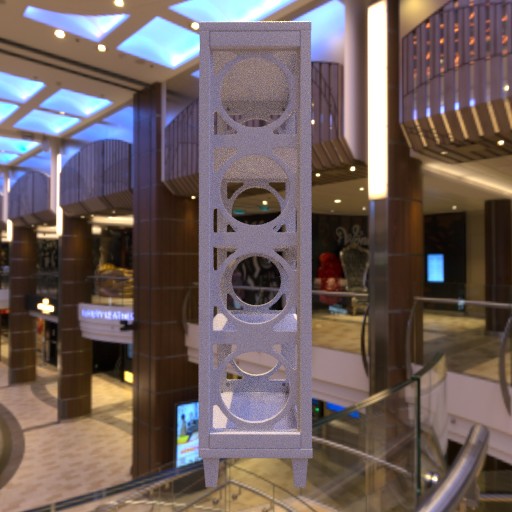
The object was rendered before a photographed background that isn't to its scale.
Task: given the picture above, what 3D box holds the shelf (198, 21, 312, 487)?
[{"bbox_3d":[0.000,0.000,1.634,0.340,1.411,0.611,0,-1,0],"label":"shelf"}]
